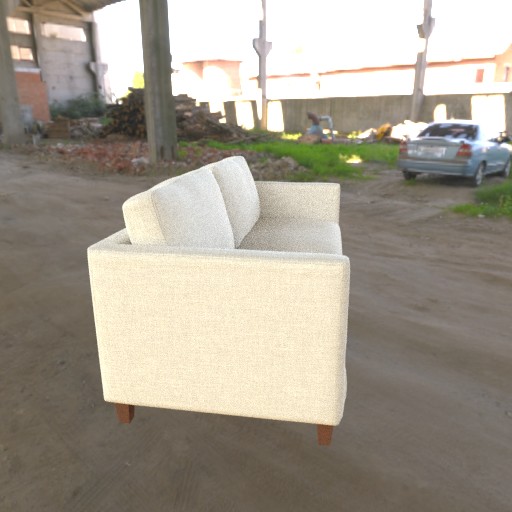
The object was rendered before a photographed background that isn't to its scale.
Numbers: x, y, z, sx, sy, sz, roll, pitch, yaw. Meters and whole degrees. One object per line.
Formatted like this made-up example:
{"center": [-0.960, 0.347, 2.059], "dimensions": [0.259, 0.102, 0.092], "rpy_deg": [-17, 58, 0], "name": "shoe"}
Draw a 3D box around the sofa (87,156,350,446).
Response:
{"center": [0.000, 0.000, 2.426], "dimensions": [0.950, 0.963, 1.838], "rpy_deg": [3, 17, 9], "name": "sofa"}
